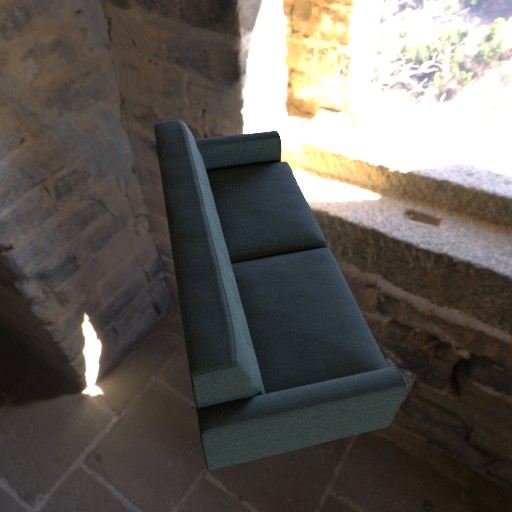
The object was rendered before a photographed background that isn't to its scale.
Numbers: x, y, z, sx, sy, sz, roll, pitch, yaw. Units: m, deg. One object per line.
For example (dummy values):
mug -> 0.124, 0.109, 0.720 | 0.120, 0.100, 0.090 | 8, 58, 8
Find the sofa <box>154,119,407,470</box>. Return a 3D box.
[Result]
sofa -> 0.000, 0.000, 2.516 | 0.909, 0.841, 2.029 | -10, 47, -9
